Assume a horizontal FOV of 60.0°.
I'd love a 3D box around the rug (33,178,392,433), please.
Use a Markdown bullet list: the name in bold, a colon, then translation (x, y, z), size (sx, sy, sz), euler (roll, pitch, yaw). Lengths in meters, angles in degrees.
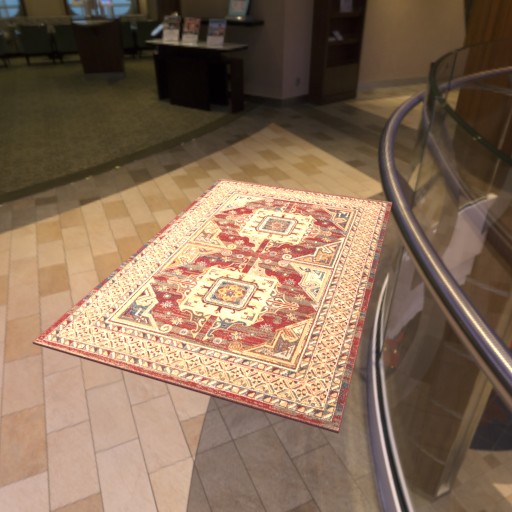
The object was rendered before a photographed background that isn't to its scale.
- **rug**: translation (0.000, 0.000, 5.767), size (3.033, 0.033, 4.578), euler (11, 33, 17)
